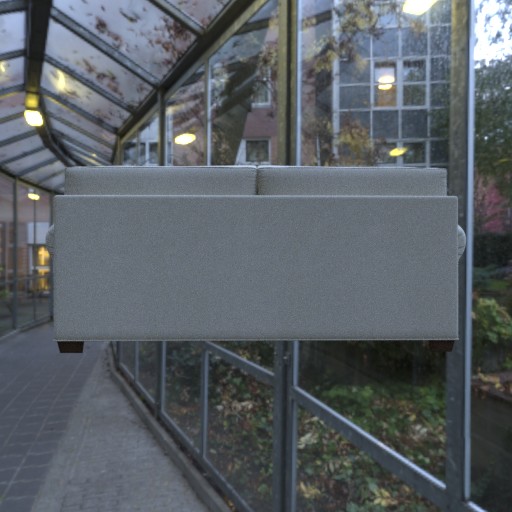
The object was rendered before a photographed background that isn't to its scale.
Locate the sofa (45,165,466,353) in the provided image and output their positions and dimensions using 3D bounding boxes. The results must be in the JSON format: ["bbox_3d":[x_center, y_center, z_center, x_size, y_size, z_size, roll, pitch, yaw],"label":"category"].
[{"bbox_3d":[0.000,0.000,2.617,2.146,0.962,0.901,0,0,-1],"label":"sofa"}]
